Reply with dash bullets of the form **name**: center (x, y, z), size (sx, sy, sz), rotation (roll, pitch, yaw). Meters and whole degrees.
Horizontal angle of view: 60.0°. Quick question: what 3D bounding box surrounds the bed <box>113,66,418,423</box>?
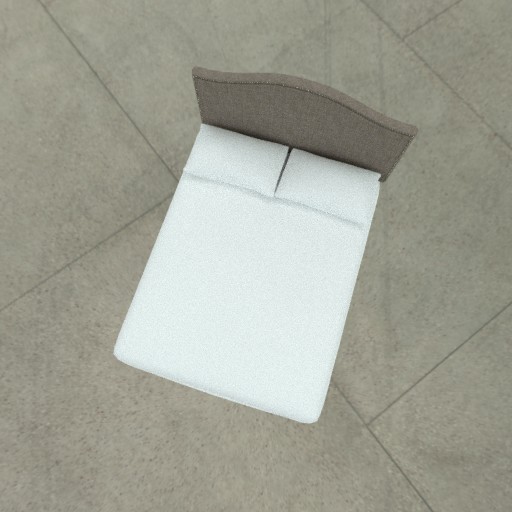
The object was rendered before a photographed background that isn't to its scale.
- **bed**: center (0.000, 0.000, 3.376), size (1.713, 1.518, 2.153), rotation (17, 75, 5)
